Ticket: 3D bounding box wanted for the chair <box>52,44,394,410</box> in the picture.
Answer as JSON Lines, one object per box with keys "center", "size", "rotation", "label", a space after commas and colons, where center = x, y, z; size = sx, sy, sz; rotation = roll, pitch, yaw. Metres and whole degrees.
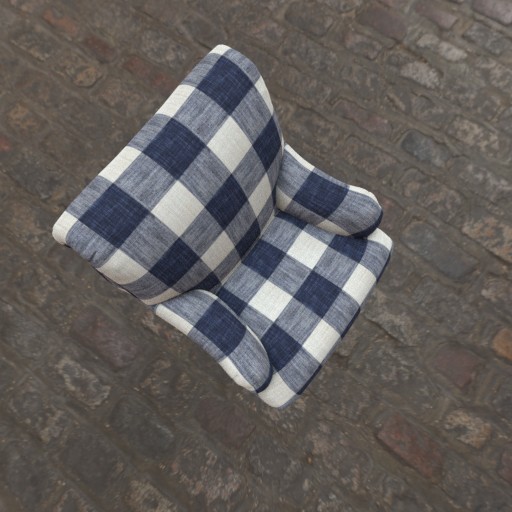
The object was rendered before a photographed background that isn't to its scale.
{"center": [0.000, 0.000, 1.588], "size": [0.848, 0.953, 0.781], "rotation": [35, 77, 9], "label": "chair"}
